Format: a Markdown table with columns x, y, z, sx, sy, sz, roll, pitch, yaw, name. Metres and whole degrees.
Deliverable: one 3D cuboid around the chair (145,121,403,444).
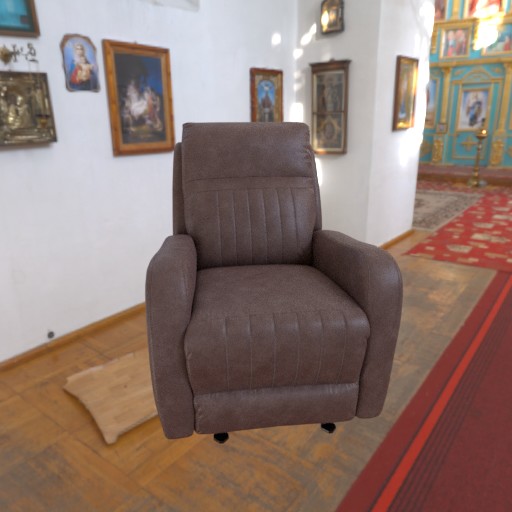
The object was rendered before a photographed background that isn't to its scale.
| x | y | z | sx | sy | sz | roll | pitch | yaw | name |
| --- | --- | --- | --- | --- | --- | --- | --- | --- | --- |
| 0.000 | 0.000 | 1.829 | 0.865 | 1.067 | 1.067 | -2 | 17 | -8 | chair |
